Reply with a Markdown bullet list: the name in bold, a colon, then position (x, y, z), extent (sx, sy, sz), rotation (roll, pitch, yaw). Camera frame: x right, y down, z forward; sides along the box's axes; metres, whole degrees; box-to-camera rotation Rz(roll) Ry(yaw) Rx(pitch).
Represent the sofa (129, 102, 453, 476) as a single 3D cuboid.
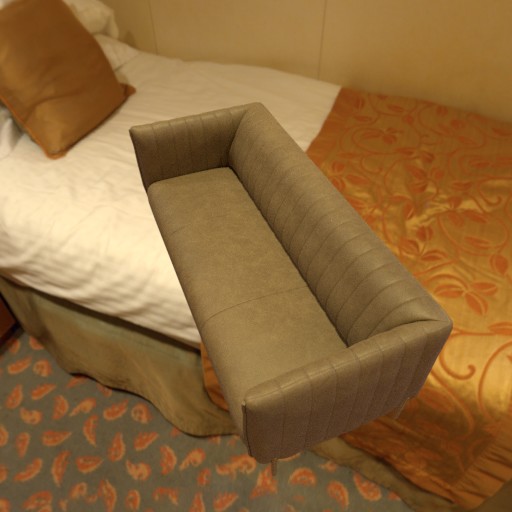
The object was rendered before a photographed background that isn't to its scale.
- **sofa**: position (0.000, 0.000, 2.435), extent (0.876, 0.779, 1.980), rotation (-17, 49, -15)
